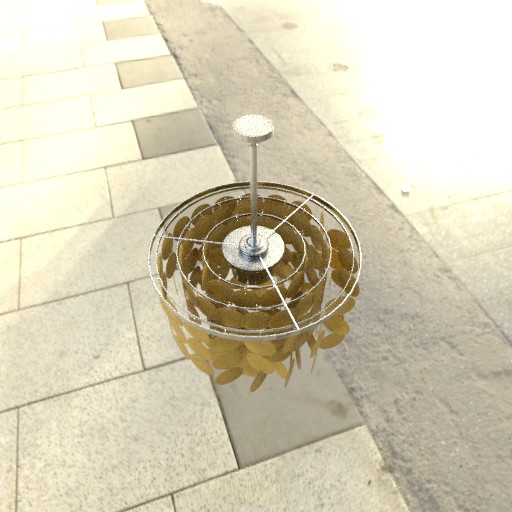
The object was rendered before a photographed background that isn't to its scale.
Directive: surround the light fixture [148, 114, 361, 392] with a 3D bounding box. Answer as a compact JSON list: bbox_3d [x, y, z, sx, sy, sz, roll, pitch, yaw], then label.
[{"bbox_3d":[0.000,0.000,0.754,0.368,0.492,0.368,0,47,0],"label":"light fixture"}]
